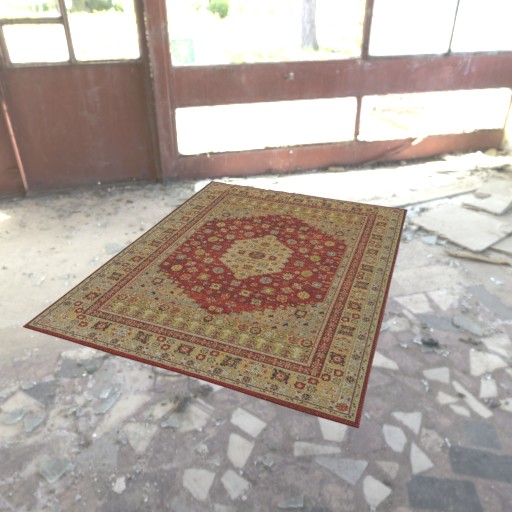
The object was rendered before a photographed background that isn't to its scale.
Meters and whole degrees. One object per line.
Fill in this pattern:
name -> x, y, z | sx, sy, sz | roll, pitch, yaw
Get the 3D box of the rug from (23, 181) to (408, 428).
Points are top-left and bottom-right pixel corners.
rug -> 0.000, 0.000, 4.014 | 2.387, 0.013, 3.053 | 11, 32, 18
